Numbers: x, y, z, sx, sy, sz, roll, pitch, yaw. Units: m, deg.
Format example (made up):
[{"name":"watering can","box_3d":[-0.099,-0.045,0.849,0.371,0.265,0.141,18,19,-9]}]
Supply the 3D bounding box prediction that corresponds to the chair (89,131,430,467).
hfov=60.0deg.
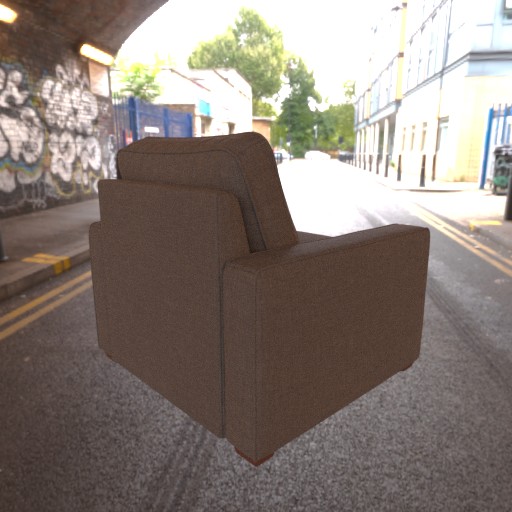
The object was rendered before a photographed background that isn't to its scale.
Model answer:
[{"name":"chair","box_3d":[0.000,0.000,1.755,0.940,0.919,1.017,-12,18,-42]}]
